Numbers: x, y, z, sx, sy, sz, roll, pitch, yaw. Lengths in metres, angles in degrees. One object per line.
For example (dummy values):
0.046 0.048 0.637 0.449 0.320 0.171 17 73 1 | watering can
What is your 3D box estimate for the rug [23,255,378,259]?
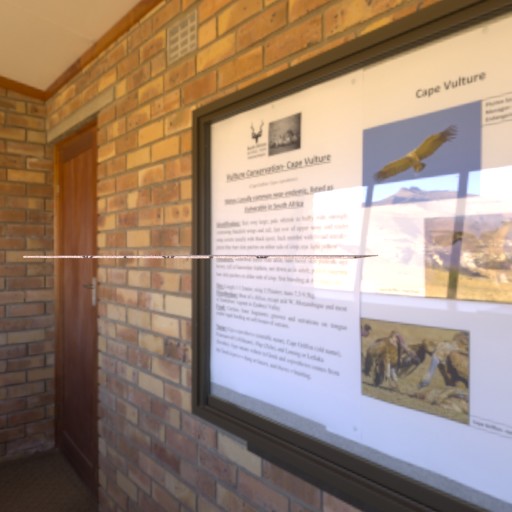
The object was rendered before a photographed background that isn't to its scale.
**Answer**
0.000 0.000 3.027 1.526 0.008 2.465 0 0 17 | rug
